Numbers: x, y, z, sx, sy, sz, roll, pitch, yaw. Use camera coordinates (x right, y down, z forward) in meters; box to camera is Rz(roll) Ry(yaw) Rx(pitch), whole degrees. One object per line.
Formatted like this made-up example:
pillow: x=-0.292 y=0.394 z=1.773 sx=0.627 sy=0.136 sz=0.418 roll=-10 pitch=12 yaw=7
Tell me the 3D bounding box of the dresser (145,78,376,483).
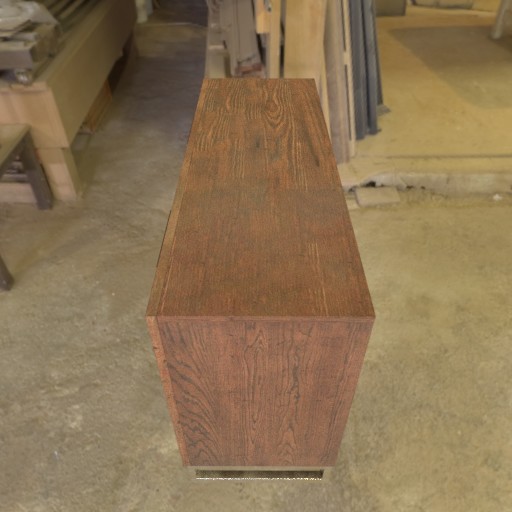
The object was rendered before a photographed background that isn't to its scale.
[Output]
dresser: x=0.000 y=0.000 z=2.094 sx=0.623 sy=1.061 sz=1.646 roll=0 pitch=42 yaw=0
